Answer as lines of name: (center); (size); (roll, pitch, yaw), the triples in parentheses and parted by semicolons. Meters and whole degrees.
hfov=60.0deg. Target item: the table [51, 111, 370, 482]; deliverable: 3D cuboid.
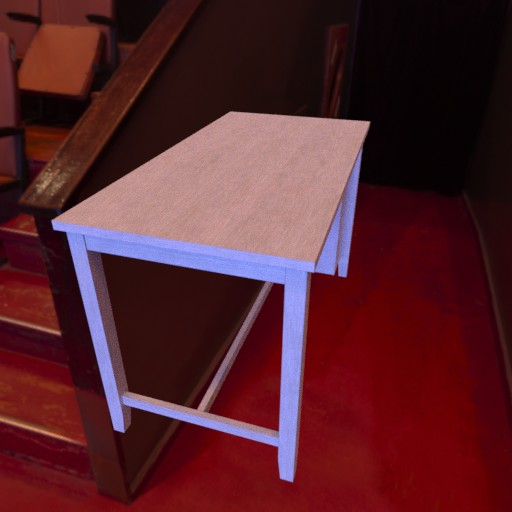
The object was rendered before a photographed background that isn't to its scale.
table: (0.000, 0.000, 1.911); (0.729, 0.874, 1.397); (9, 32, 15)
